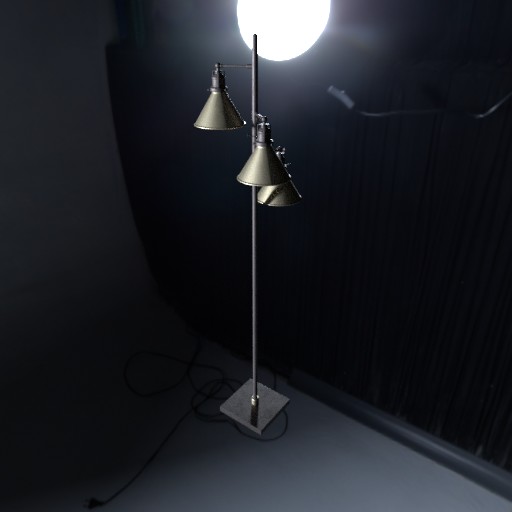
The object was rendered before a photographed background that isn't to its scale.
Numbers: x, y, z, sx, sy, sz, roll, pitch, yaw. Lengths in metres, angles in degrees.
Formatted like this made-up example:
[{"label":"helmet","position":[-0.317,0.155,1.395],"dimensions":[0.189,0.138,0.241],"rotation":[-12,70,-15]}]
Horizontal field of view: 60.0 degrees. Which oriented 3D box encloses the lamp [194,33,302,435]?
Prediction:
[{"label":"lamp","position":[0.000,0.000,1.912],"dimensions":[0.428,1.716,0.415],"rotation":[18,32,32]}]
